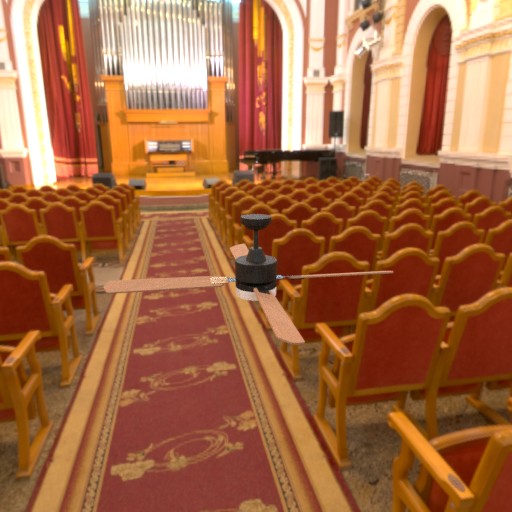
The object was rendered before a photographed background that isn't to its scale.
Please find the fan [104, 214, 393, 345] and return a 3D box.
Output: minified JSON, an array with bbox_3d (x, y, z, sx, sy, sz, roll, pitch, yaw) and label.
[{"bbox_3d":[0.000,0.000,1.974,1.320,0.355,1.320,-3,15,-10],"label":"fan"}]
